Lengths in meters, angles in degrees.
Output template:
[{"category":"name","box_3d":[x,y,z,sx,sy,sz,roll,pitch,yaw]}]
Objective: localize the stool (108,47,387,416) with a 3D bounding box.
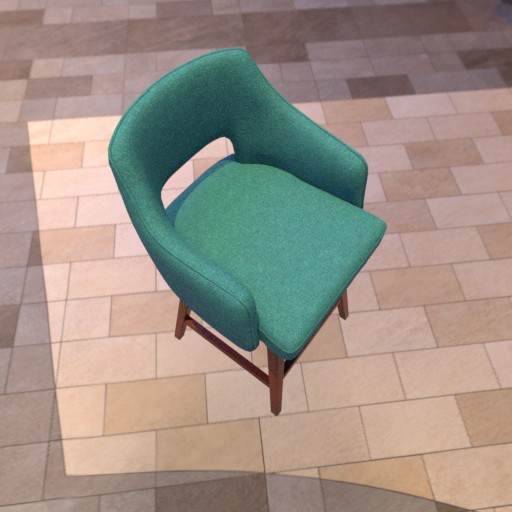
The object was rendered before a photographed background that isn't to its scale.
[{"category":"stool","box_3d":[0.000,0.000,1.290,0.556,0.961,0.548,33,64,18]}]
